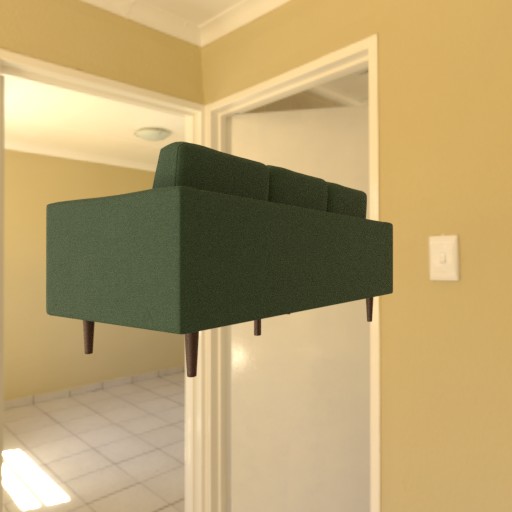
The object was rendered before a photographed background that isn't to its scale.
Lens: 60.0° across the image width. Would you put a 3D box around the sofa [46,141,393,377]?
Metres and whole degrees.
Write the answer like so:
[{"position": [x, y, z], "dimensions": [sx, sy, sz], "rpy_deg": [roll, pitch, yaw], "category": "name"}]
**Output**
[{"position": [0.000, 0.000, 2.516], "dimensions": [0.879, 0.899, 2.029], "rpy_deg": [0, 0, 36], "category": "sofa"}]
